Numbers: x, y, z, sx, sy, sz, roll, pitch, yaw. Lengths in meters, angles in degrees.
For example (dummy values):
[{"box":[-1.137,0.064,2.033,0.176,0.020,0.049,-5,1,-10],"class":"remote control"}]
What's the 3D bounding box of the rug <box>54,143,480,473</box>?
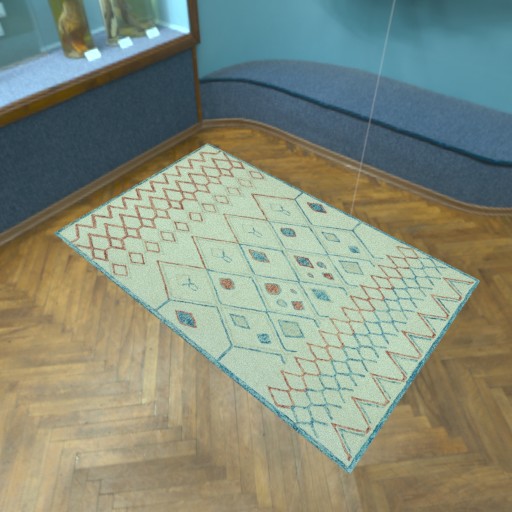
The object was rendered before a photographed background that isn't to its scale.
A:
[{"box":[0.000,0.000,2.963,2.438,0.015,1.524,32,54,27],"class":"rug"}]
